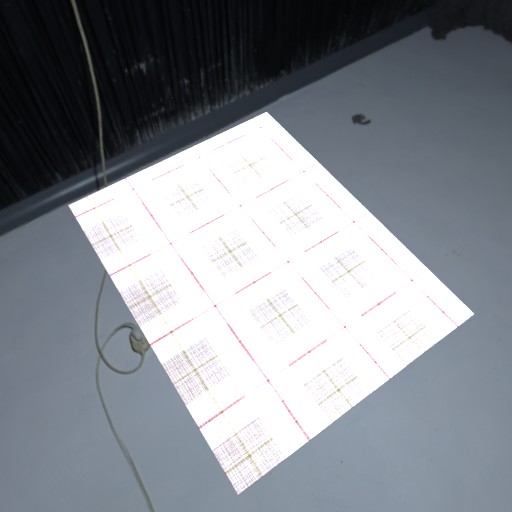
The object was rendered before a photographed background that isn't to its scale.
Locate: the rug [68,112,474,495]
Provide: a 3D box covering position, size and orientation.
[{"bbox_3d":[0.000,0.000,3.940,2.317,0.016,2.959,-30,63,-17],"label":"rug"}]
